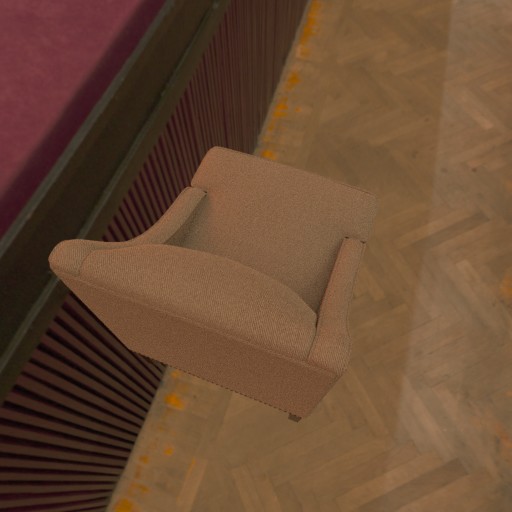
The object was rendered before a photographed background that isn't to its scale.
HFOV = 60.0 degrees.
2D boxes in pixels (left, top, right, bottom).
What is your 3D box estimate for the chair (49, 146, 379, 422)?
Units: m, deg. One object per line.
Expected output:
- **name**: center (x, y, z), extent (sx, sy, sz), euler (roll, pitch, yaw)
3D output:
- **chair**: center (0.000, 0.000, 1.364), extent (0.628, 0.872, 0.748), euler (19, 65, 9)
